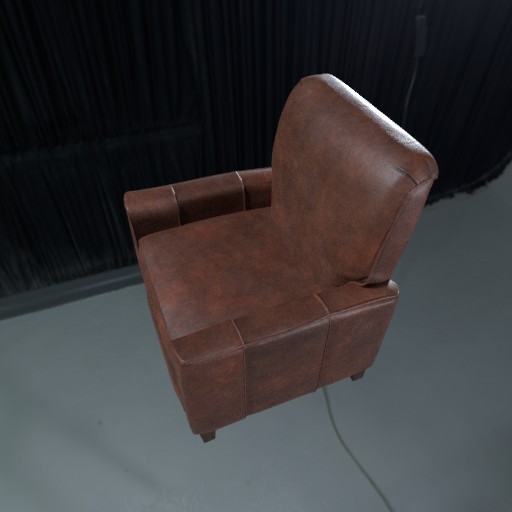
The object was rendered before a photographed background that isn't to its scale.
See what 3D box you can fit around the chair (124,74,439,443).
[{"bbox_3d":[0.000,0.000,1.652,0.836,1.043,0.843,-16,48,-16],"label":"chair"}]
